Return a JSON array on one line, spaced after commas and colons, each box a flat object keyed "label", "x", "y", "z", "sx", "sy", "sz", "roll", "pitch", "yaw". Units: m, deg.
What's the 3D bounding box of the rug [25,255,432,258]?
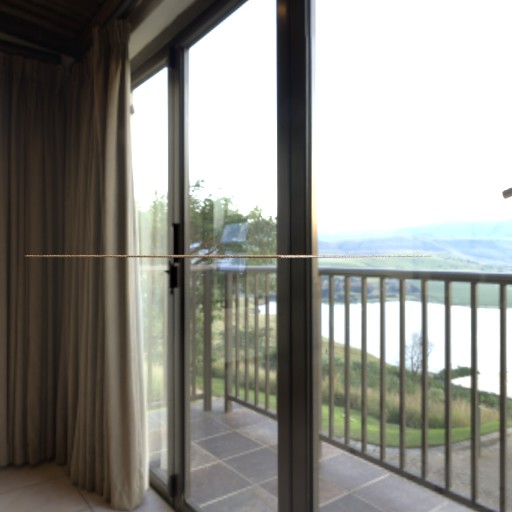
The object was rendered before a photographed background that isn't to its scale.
[{"label": "rug", "x": 0.000, "y": 0.000, "z": 4.029, "sx": 2.363, "sy": 0.012, "sz": 2.980, "roll": 0, "pitch": 0, "yaw": 35}]
